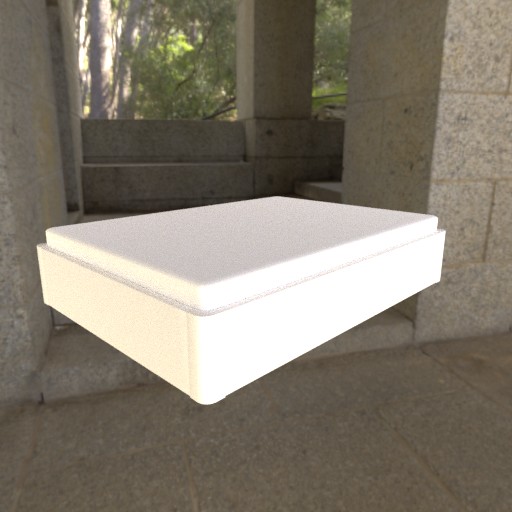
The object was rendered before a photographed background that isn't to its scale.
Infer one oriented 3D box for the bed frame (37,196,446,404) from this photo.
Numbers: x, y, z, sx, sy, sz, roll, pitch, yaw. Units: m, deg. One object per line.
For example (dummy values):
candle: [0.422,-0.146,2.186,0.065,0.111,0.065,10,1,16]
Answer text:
bed frame: [0.000,0.000,2.536,1.400,0.406,1.900,14,21,43]
